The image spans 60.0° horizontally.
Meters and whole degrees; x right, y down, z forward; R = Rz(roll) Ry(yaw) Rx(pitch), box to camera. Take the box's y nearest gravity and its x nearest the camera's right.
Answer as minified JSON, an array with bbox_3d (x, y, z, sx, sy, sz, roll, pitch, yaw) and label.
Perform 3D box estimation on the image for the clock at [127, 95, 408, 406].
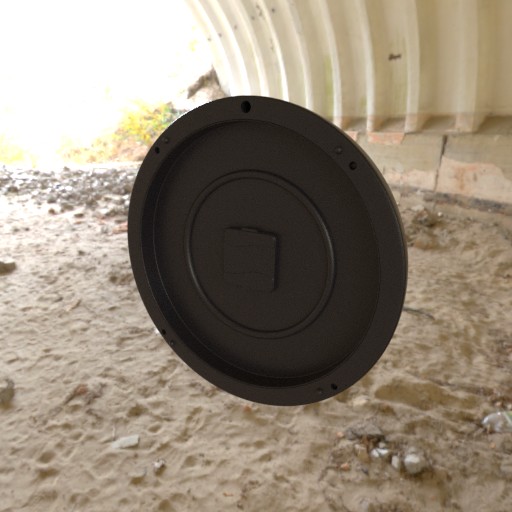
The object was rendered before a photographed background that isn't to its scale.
[{"bbox_3d":[0.000,0.000,0.443,0.300,0.300,0.060,9,18,28],"label":"clock"}]
